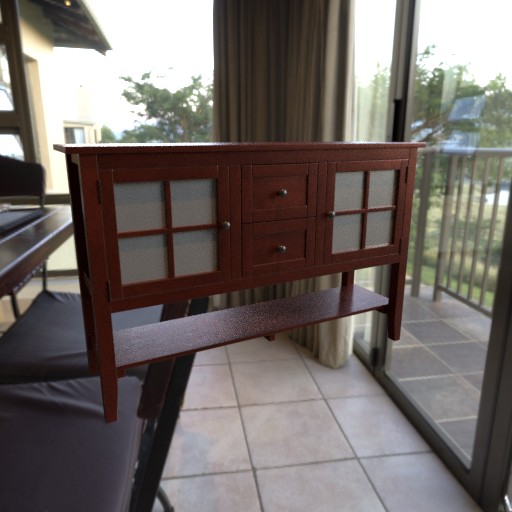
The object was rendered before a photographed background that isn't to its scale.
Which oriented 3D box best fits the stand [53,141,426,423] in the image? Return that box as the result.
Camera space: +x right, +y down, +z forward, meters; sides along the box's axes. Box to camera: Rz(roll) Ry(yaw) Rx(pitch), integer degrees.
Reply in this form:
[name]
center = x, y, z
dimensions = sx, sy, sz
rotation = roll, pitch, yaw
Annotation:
[stand]
center = 0.000, 0.000, 1.770
dimensions = 1.362, 0.872, 0.410
rotation = -8, 17, -27
